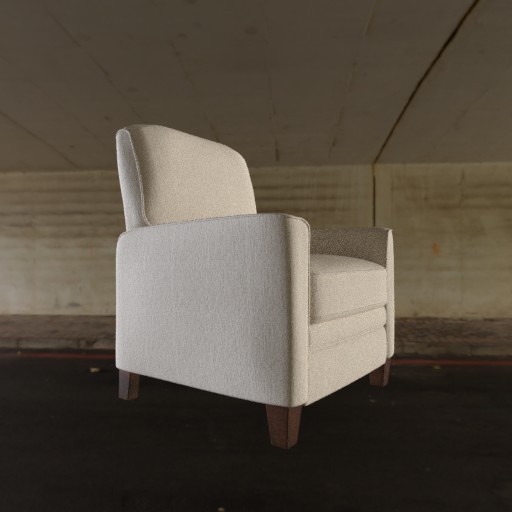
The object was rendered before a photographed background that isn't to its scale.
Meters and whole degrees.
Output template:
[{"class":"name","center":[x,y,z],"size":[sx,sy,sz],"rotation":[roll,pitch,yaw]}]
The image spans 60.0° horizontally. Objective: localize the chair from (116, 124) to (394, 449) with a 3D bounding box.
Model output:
[{"class":"chair","center":[0.000,0.000,1.697],"size":[0.858,1.028,0.841],"rotation":[0,0,36]}]
